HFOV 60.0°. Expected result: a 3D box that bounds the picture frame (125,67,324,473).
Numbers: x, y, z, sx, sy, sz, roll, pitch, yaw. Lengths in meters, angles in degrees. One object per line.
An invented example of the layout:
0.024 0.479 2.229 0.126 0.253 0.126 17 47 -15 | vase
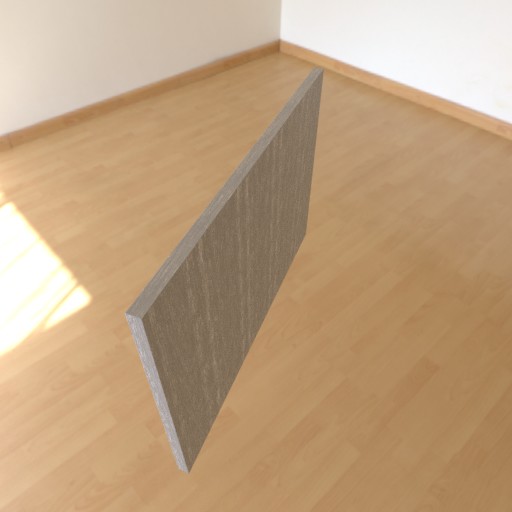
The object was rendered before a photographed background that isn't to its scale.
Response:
0.000 0.000 1.188 0.029 0.640 0.950 16 48 15 | picture frame
